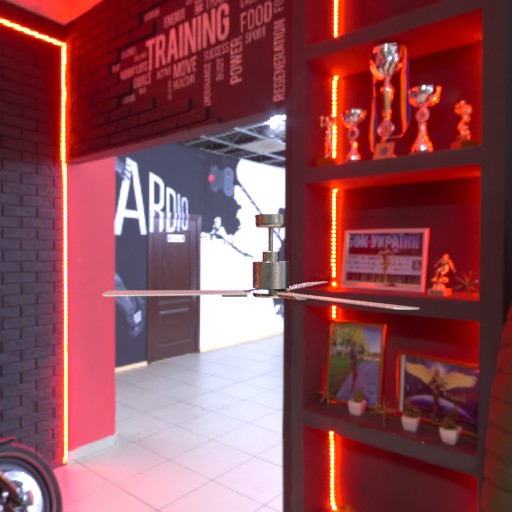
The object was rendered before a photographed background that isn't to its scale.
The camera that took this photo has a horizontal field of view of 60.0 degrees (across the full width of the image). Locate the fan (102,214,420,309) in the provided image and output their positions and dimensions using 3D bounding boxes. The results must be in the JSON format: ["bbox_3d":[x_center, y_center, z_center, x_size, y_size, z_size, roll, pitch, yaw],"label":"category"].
[{"bbox_3d":[0.000,0.000,2.319,1.531,0.446,1.561,0,0,-18],"label":"fan"}]
